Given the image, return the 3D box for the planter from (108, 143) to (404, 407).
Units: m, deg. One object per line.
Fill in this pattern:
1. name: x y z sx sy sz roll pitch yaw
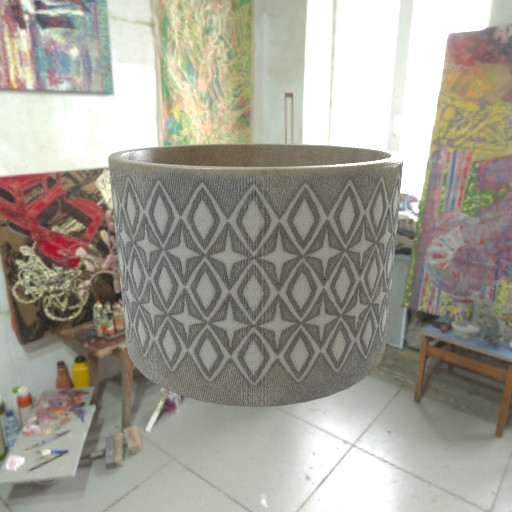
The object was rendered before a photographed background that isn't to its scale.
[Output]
1. planter: 0.000 0.000 0.277 0.164 0.127 0.164 0 18 0
